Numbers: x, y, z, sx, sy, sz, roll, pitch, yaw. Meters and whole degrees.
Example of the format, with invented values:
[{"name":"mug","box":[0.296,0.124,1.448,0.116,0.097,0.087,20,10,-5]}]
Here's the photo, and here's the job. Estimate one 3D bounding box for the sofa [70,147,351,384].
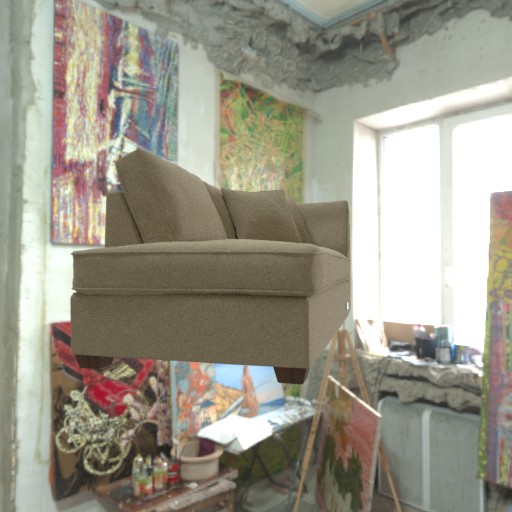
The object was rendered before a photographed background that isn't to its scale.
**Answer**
[{"name":"sofa","box":[0.000,0.000,2.855,1.110,1.033,2.237,0,-1,16]}]
